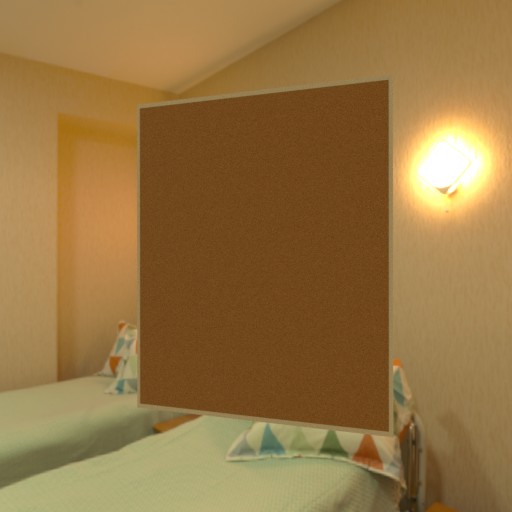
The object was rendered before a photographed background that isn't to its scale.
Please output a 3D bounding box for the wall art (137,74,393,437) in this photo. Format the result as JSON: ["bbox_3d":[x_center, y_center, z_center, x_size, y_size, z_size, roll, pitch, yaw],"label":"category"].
[{"bbox_3d":[0.000,0.000,0.750,0.443,0.549,0.030,0,0,18],"label":"wall art"}]
